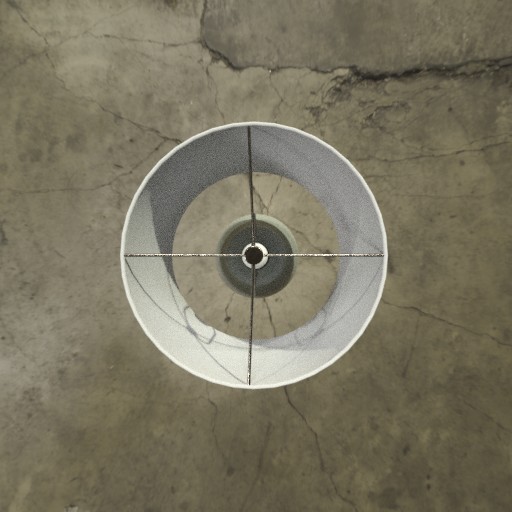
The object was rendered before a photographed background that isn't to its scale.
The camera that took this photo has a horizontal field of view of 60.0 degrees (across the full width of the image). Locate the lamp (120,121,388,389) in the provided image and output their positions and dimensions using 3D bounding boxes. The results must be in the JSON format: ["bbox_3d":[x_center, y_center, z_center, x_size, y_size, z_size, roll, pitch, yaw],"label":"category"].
[{"bbox_3d":[0.000,0.000,0.584,0.217,0.453,0.217,0,90,0],"label":"lamp"}]
